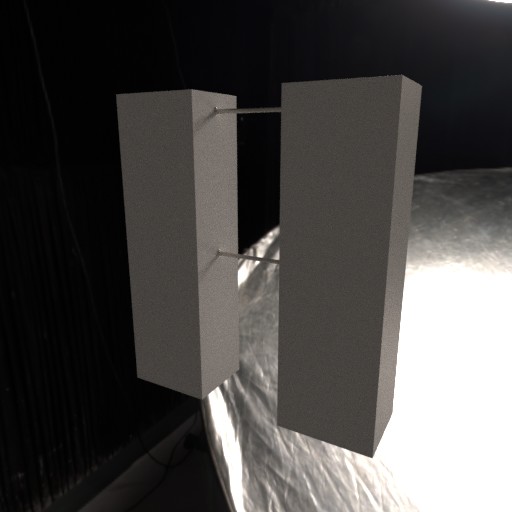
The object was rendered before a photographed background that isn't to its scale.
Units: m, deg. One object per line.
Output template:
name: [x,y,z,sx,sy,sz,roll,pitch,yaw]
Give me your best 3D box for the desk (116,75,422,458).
desk: [0.000,0.000,2.847,1.770,2.000,0.480,8,17,29]
